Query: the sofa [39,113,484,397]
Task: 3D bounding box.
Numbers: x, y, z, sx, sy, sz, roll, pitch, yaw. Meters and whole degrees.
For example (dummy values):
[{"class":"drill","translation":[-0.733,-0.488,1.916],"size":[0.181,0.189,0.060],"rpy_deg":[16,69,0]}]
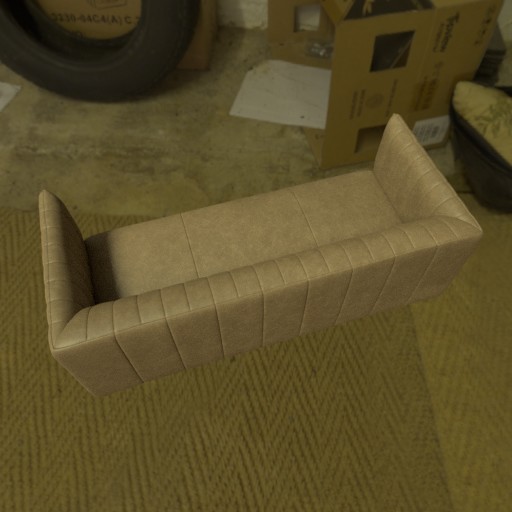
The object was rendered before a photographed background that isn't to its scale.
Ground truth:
[{"class":"sofa","translation":[0.000,0.000,2.362],"size":[1.980,0.779,0.876],"rpy_deg":[-15,58,-9]}]
